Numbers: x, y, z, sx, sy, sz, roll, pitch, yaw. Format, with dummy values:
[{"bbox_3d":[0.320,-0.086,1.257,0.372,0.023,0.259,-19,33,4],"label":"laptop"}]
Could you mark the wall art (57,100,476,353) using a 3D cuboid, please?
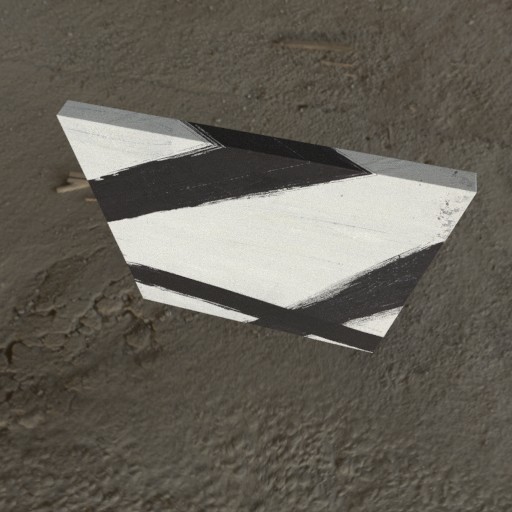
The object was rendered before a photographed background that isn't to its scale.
[{"bbox_3d":[0.000,0.000,1.119,0.765,0.765,0.046,12,59,8],"label":"wall art"}]
